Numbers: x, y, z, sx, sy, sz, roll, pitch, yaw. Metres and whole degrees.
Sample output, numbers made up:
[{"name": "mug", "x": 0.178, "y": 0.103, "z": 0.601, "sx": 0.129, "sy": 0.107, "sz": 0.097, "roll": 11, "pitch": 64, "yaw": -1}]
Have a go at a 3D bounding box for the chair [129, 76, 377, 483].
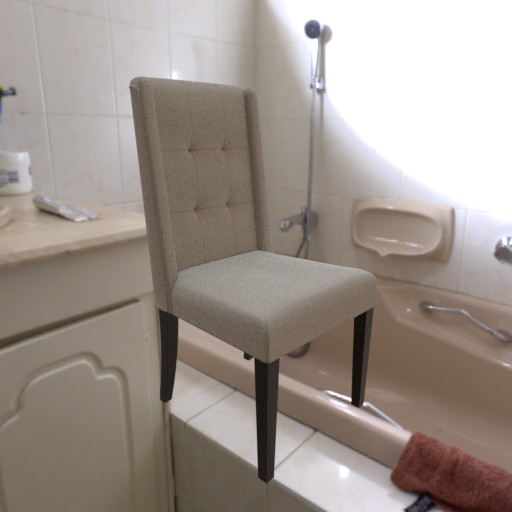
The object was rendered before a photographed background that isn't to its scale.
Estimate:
[{"name": "chair", "x": 0.000, "y": 0.000, "z": 1.259, "sx": 0.523, "sy": 0.961, "sz": 0.474, "roll": 14, "pitch": 21, "yaw": 42}]
